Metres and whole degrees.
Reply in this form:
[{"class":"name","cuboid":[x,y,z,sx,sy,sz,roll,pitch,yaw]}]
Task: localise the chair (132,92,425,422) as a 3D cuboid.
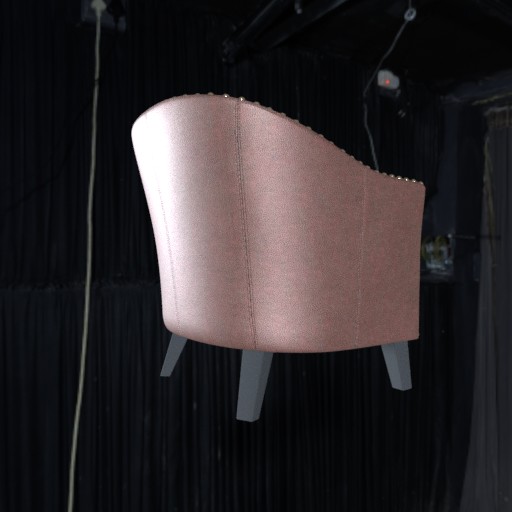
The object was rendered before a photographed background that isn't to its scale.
[{"class":"chair","cuboid":[0.000,0.000,1.438,0.748,0.823,0.794,0,0,-35]}]
